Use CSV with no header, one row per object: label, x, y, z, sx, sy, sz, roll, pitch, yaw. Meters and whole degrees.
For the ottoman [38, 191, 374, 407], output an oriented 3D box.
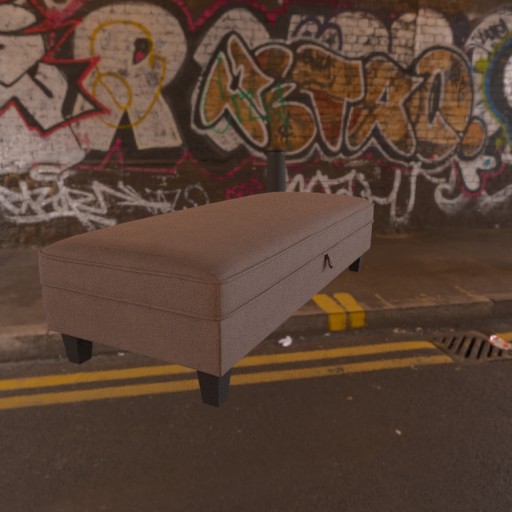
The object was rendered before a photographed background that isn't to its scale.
ottoman,0.000,0.000,2.062,0.751,0.470,1.764,7,16,26
